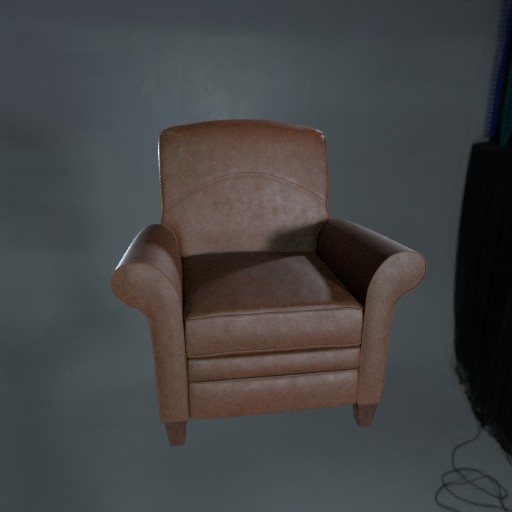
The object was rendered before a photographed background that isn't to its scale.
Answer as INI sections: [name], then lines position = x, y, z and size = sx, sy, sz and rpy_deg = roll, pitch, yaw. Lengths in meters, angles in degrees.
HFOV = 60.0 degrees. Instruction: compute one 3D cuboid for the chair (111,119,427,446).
[chair]
position = 0.000, 0.000, 1.775
size = 0.978, 1.061, 0.902
rpy_deg = -2, 16, -8
